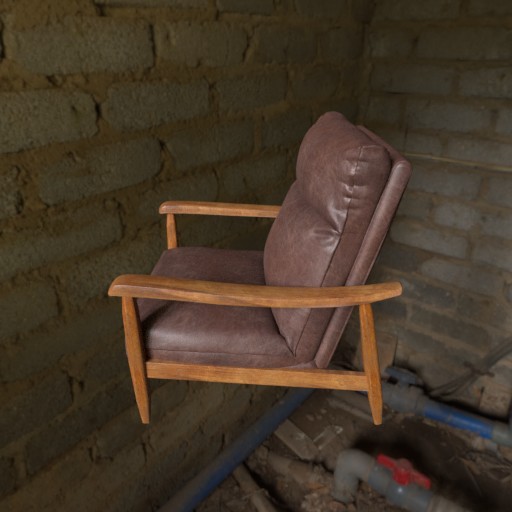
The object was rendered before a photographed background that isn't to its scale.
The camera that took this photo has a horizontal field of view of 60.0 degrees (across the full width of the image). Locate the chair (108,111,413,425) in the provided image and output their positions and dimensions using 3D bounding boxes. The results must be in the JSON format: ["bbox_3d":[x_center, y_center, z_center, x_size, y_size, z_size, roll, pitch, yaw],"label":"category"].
[{"bbox_3d":[0.000,0.000,1.550,0.830,0.897,0.782,0,25,0],"label":"chair"}]
